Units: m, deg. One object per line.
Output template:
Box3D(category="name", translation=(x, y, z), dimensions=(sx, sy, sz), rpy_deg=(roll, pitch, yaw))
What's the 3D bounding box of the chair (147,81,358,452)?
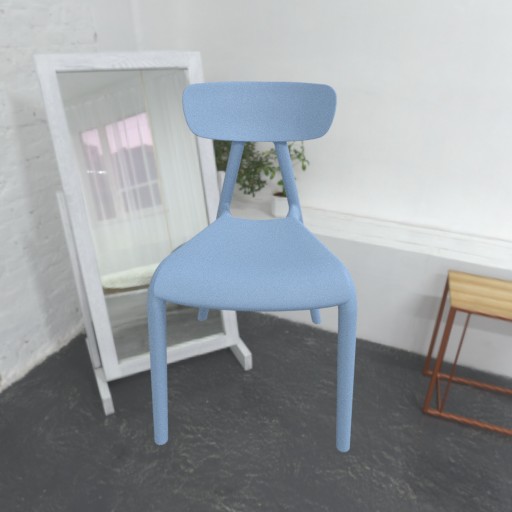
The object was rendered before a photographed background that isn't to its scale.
Box3D(category="chair", translation=(0.000, 0.000, 0.842), dimensions=(0.356, 0.580, 0.401), rpy_deg=(1, 28, 2))
